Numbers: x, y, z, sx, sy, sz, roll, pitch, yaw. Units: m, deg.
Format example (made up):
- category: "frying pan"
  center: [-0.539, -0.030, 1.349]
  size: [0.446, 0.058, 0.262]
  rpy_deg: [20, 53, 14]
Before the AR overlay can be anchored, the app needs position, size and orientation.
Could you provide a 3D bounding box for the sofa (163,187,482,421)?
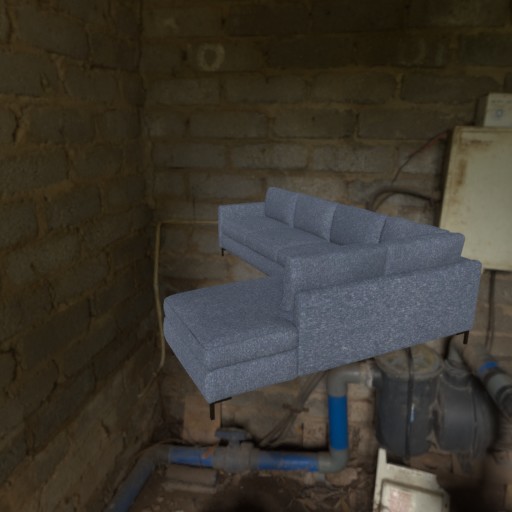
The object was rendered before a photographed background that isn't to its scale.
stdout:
- category: "sofa"
  center: [0.000, 0.000, 3.861]
  size: [2.007, 0.815, 2.949]
  rpy_deg: [-8, 18, -25]
